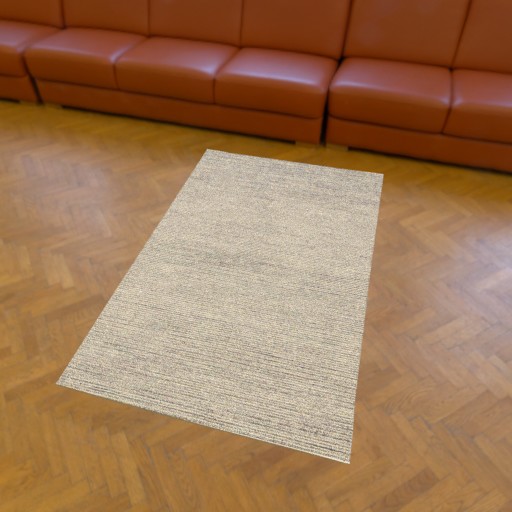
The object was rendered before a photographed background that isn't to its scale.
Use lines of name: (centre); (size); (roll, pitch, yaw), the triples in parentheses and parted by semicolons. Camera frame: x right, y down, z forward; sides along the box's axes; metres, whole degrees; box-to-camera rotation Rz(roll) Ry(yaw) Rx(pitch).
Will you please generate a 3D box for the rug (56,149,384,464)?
rug: (0.000, 0.000, 2.254); (1.162, 0.022, 1.804); (11, 46, 11)
